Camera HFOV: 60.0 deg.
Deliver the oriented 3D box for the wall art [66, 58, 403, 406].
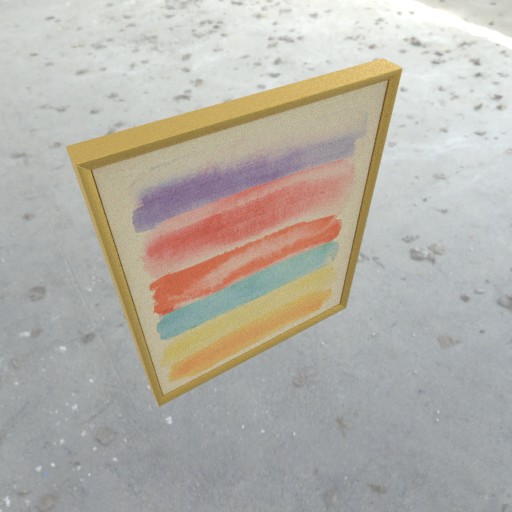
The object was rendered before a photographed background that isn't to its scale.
[{"bbox_3d":[0.000,0.000,0.875,0.537,0.642,0.048,-23,50,-21],"label":"wall art"}]
